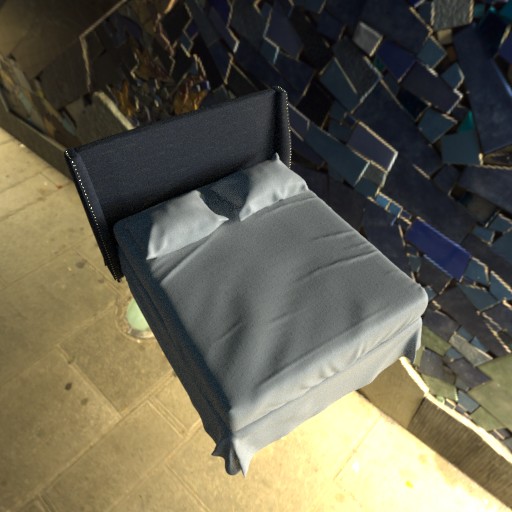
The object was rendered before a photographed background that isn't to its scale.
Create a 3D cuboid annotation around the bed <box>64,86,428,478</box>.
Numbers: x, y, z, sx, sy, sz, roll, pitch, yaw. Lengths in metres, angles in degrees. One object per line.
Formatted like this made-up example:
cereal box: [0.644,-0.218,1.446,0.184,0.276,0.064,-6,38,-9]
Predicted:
bed: [0.000,0.000,3.386,1.925,1.332,2.276,-25,52,-21]
